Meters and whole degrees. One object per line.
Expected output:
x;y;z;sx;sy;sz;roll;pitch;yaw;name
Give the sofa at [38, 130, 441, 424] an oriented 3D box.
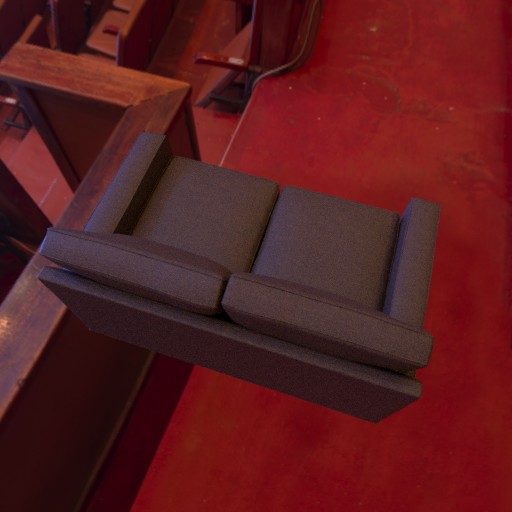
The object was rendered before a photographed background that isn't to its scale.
0.000;0.000;2.083;1.534;0.887;0.974;16;63;8;sofa
